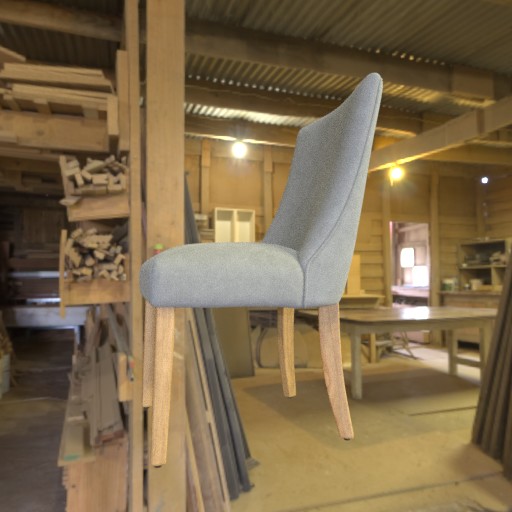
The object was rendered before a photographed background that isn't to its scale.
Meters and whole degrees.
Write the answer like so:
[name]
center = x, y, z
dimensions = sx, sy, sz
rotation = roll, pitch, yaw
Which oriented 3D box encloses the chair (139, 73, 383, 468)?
[chair]
center = 0.000, 0.000, 1.223
dimensions = 0.610, 0.902, 0.495
rotation = 1, -2, -17
